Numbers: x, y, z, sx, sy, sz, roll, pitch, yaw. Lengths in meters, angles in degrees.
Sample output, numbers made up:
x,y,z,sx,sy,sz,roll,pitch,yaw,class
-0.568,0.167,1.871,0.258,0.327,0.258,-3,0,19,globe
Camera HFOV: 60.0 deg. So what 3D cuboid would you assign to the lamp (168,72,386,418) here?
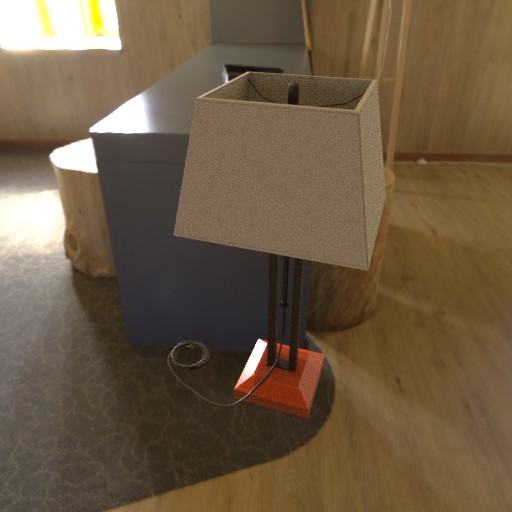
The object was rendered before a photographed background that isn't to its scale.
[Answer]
x,y,z,sx,sy,sz,roll,pitch,yaw,class
0.000,0.000,0.980,0.498,0.737,0.310,11,34,16,lamp
